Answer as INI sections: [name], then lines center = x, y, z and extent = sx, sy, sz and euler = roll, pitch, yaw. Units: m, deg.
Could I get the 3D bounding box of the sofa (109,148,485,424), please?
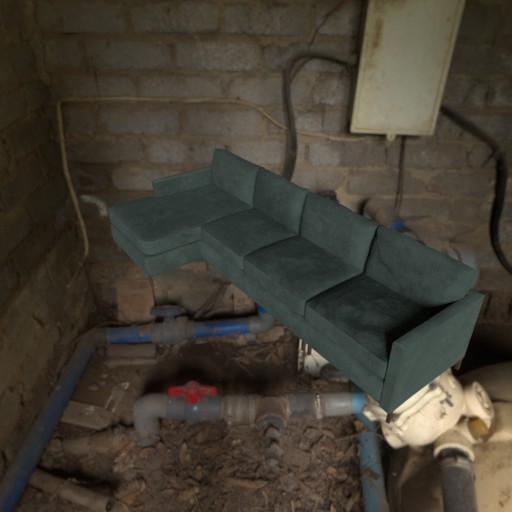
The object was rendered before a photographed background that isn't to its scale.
[sofa]
center = 0.000, 0.000, 4.009
extent = 1.500, 0.967, 3.400
euler = -21, 38, -30
